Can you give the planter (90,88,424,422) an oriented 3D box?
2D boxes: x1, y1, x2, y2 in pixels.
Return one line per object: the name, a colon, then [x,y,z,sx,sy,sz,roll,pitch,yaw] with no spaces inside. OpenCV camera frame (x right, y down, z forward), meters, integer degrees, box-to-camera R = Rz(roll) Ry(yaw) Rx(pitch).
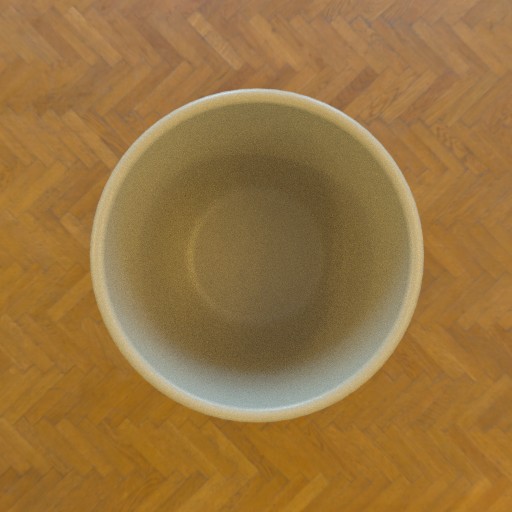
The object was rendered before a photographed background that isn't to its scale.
planter: [0.000,0.000,0.217,0.124,0.109,0.124,0,90,-1]
